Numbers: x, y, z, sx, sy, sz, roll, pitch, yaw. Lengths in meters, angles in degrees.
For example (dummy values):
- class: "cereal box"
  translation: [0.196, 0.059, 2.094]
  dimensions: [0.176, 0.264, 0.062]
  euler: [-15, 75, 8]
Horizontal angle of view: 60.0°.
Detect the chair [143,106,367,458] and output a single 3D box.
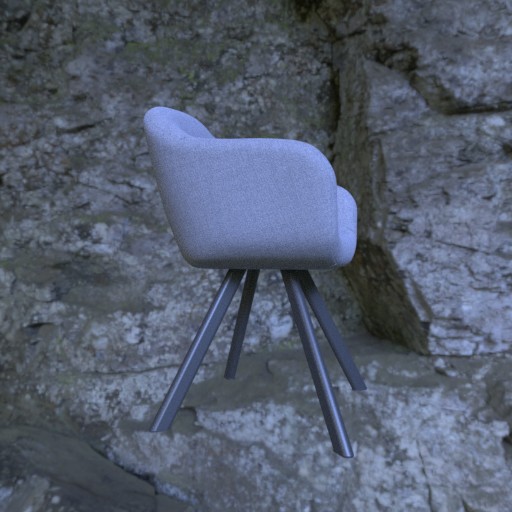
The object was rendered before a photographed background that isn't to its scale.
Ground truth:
- class: "chair"
  translation: [0.000, 0.000, 1.183]
  dimensions: [0.550, 0.795, 0.590]
  euler: [0, 0, 17]
